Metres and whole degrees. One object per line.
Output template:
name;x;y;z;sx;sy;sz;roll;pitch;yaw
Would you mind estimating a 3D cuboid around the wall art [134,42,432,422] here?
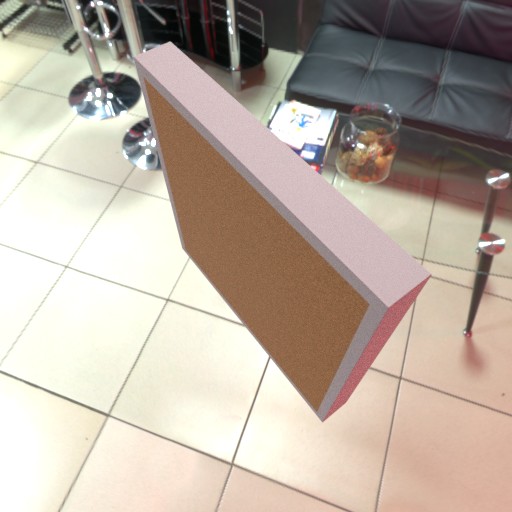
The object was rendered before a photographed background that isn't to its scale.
wall art;0.000;0.000;0.457;0.038;0.305;0.305;-33;63;-19
